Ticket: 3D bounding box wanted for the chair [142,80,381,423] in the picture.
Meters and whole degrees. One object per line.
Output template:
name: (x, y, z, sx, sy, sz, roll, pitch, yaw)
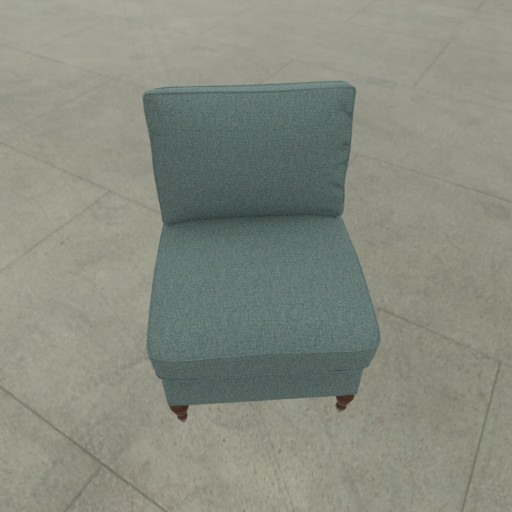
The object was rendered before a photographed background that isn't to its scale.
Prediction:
chair: (0.000, 0.000, 1.410, 0.624, 0.901, 0.796, -3, 45, -3)
